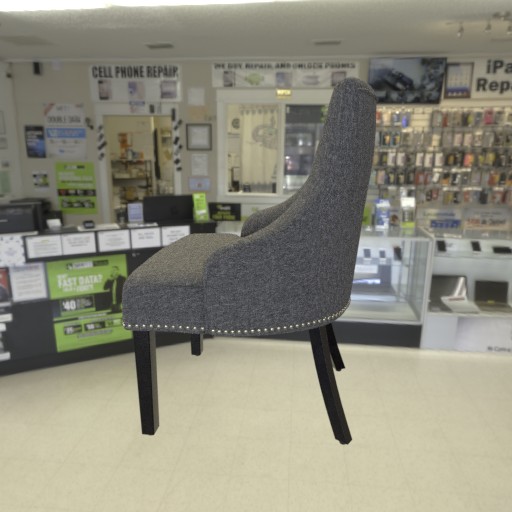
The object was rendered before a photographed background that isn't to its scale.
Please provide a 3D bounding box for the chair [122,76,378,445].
[{"bbox_3d":[0.000,0.000,1.293,0.629,0.909,0.566,2,15,8],"label":"chair"}]
